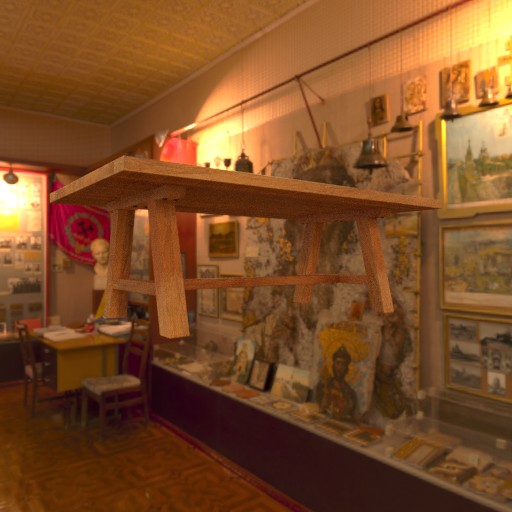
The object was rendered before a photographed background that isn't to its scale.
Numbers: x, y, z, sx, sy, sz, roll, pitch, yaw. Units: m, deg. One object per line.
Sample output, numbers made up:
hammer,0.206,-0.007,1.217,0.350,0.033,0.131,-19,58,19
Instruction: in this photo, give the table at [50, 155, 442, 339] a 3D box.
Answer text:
table,0.000,0.000,1.713,1.320,0.455,0.760,0,0,-37
